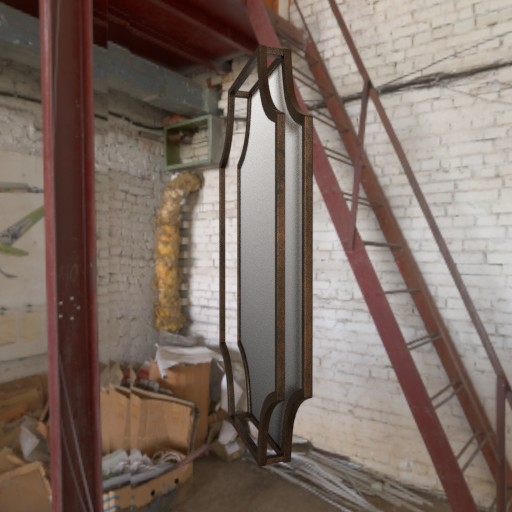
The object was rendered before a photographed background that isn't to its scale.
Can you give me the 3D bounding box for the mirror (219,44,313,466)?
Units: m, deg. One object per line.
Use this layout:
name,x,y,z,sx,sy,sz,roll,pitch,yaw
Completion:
mirror,0.000,0.000,0.983,0.066,0.811,0.462,0,1,-17
